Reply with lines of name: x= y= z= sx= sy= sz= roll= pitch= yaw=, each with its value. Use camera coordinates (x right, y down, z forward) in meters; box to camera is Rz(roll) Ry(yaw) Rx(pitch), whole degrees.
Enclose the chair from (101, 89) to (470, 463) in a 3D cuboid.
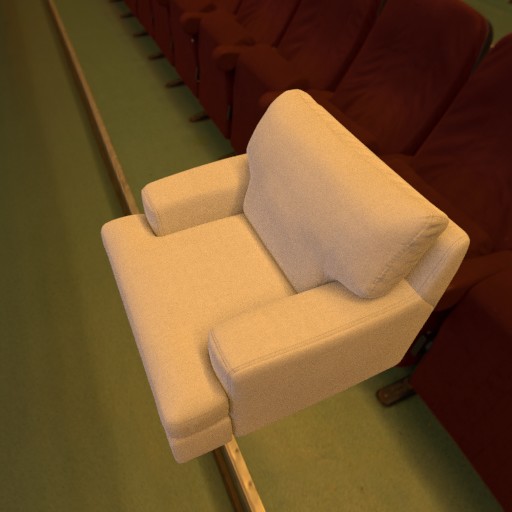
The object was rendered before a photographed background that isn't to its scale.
chair: x=0.000 y=0.000 z=1.898 sx=1.158 sy=0.930 sz=1.140 roll=-19 pitch=50 yaw=-17
